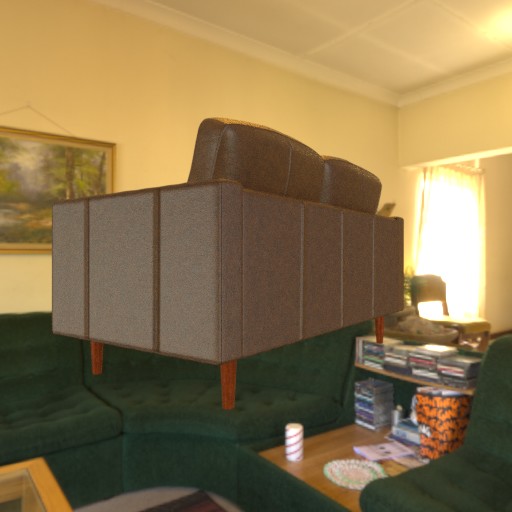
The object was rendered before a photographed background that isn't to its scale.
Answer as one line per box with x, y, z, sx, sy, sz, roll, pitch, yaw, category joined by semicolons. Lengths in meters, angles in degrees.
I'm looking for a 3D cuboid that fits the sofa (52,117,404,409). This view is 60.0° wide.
0.000;0.000;2.121;0.909;0.951;1.578;0;0;36;sofa
